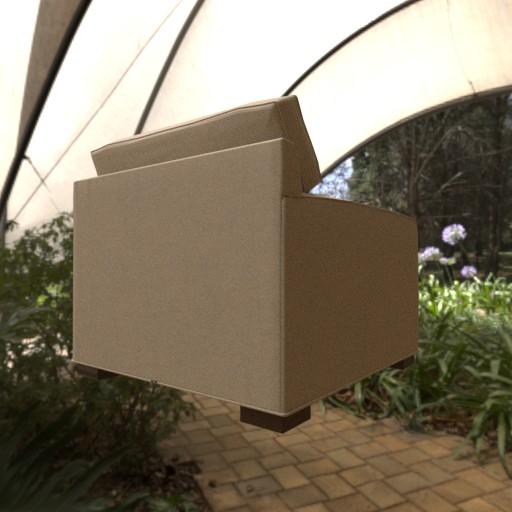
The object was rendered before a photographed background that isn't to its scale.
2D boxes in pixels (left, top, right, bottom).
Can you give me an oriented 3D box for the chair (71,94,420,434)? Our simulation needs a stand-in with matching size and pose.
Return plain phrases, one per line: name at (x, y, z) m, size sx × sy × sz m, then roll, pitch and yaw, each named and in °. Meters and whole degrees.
chair at (0.000, 0.000, 1.809) m, size 0.998 × 0.913 × 1.043 m, roll -1°, pitch -1°, yaw 38°
